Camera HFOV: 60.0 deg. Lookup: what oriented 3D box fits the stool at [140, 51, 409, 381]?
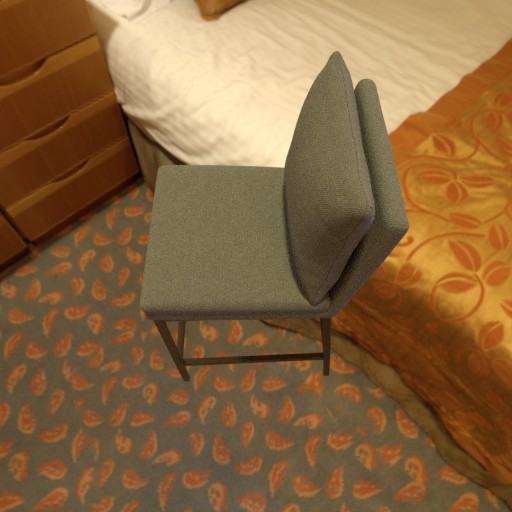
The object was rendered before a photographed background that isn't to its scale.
[{"bbox_3d":[0.000,0.000,1.302,0.569,1.031,0.463,-1,59,0],"label":"stool"}]
